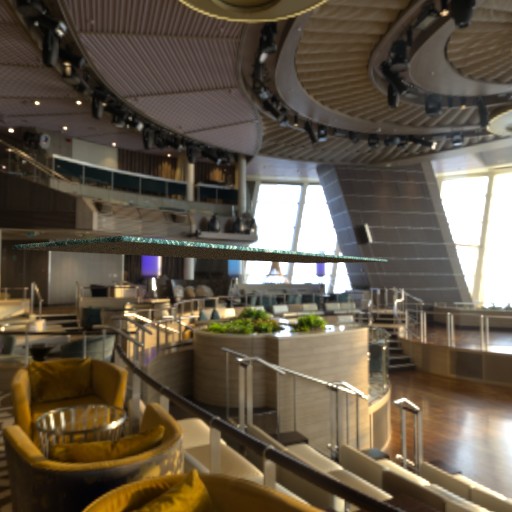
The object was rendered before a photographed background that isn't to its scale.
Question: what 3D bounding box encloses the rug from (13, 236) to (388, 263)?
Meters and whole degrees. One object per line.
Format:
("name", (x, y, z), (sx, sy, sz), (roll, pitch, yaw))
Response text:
("rug", (0.000, 0.000, 2.441), (0.676, 0.016, 2.286), (-2, -3, 36))
